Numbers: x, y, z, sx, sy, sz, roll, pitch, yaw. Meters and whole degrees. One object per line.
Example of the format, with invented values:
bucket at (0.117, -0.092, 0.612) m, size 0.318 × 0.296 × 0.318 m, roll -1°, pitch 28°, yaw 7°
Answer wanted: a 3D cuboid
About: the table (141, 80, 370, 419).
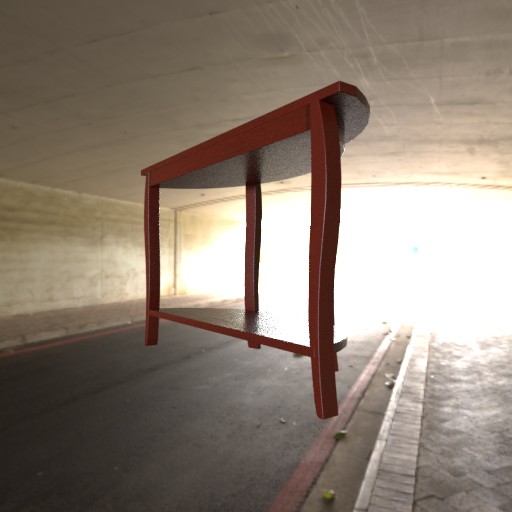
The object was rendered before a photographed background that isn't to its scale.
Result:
table at (0.000, 0.000, 1.608) m, size 0.405 × 0.779 × 1.219 m, roll 0°, pitch -1°, yaw -35°
